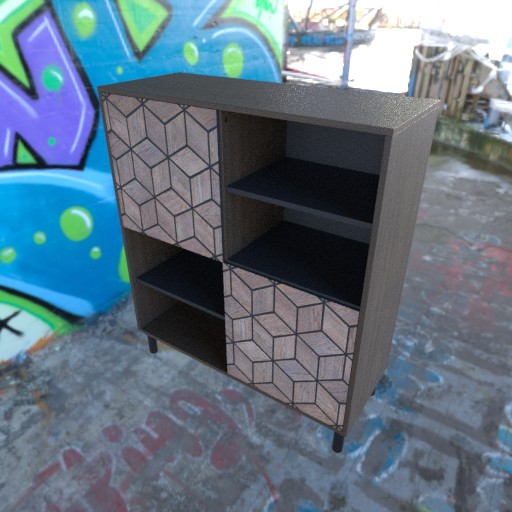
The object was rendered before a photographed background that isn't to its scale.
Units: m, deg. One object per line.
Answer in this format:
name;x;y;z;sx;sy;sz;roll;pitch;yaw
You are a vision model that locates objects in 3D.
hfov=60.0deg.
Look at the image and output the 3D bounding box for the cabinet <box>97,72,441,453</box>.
cabinet;0.000;0.000;1.666;1.010;1.170;0.400;19;35;29
